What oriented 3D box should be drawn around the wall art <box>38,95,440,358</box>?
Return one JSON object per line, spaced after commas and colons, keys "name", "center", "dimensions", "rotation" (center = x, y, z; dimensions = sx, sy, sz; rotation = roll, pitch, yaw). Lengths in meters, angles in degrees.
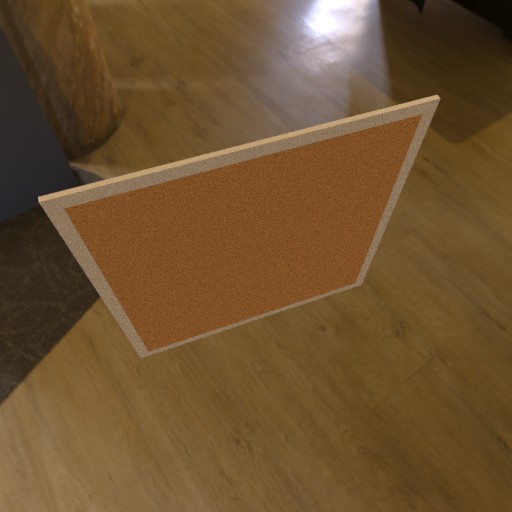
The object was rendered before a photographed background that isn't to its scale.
{"name": "wall art", "center": [0.000, 0.000, 0.822], "dimensions": [0.558, 0.559, 0.009], "rotation": [-17, 59, -10]}
